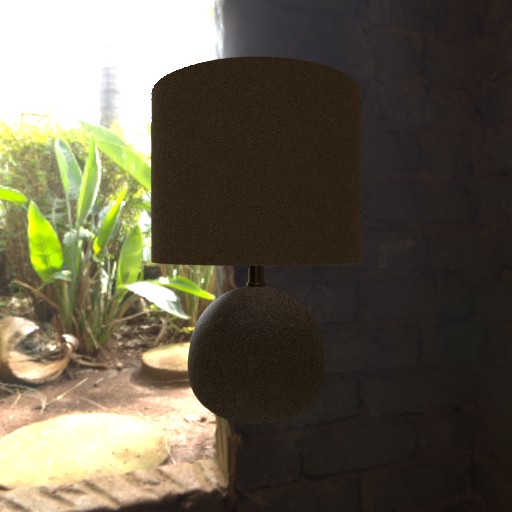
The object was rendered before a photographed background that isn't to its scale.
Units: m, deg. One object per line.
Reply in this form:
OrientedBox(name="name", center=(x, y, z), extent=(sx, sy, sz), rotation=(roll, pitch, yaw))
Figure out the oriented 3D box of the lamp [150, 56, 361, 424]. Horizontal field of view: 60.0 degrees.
OrientedBox(name="lamp", center=(0.000, 0.000, 0.584), extent=(0.269, 0.409, 0.269), rotation=(1, 1, 37))
